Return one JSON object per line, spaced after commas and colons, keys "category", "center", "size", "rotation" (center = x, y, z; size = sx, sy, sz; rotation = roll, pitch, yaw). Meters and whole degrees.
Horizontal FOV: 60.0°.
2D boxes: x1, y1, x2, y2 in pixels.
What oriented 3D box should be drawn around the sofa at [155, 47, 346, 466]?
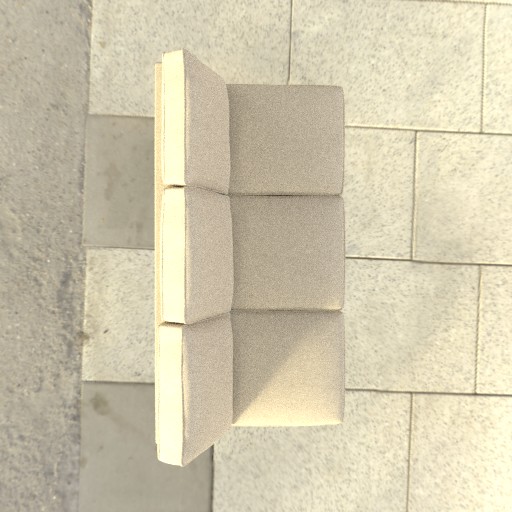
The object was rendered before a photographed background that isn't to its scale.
{"category": "sofa", "center": [0.000, 0.000, 2.512], "size": [1.027, 0.973, 1.962], "rotation": [0, 90, -1]}
